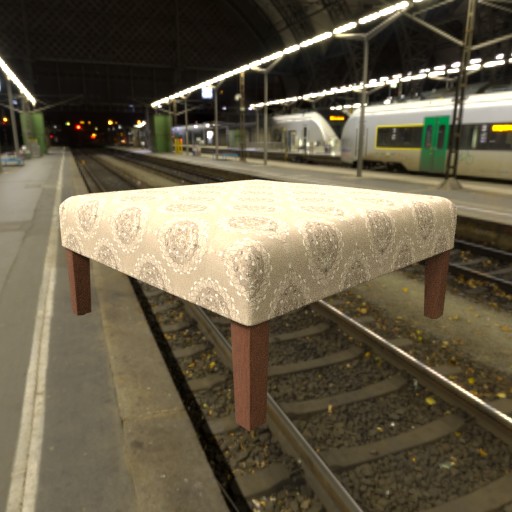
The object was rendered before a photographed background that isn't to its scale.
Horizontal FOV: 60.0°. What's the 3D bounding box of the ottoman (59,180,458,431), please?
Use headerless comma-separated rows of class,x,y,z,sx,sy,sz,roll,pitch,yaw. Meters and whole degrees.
ottoman,0.000,0.000,1.419,0.889,0.411,0.890,-14,20,-42
